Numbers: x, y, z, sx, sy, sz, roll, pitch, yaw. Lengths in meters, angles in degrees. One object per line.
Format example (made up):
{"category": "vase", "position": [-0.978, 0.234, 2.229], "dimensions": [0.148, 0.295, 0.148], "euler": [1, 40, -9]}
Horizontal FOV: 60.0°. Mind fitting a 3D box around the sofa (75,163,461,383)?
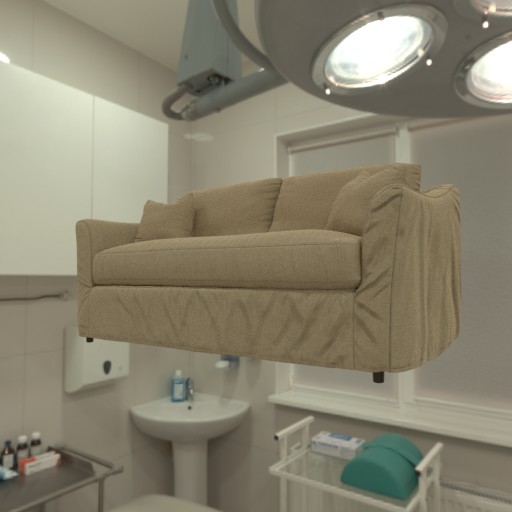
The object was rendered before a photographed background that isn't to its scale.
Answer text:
{"category": "sofa", "position": [0.000, 0.000, 2.542], "dimensions": [2.010, 1.018, 1.072], "euler": [-2, -3, 35]}
